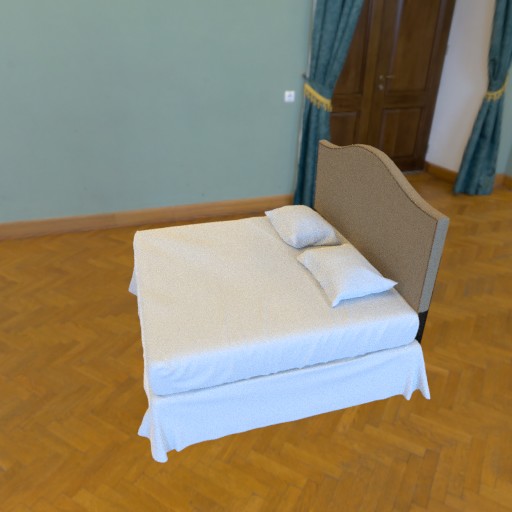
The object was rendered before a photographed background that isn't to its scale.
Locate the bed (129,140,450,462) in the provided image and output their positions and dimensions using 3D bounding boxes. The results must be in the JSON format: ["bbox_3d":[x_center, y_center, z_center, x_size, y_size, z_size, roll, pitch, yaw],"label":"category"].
[{"bbox_3d":[0.000,0.000,3.712,2.222,1.651,2.311,-8,31,-14],"label":"bed"}]
